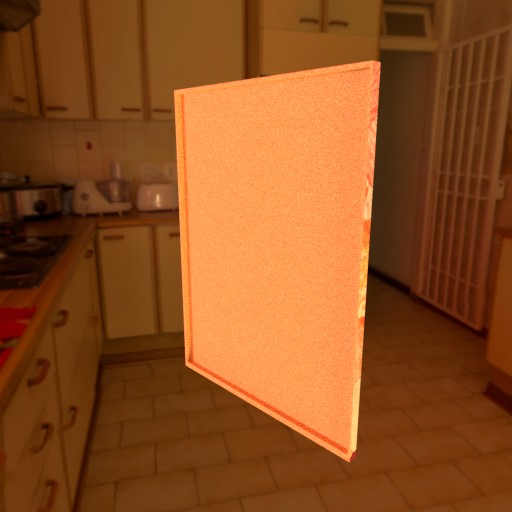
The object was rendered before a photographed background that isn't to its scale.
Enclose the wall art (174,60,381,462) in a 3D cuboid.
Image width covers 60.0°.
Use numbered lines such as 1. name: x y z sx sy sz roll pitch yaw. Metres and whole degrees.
1. wall art: 0.000 0.000 1.357 0.031 1.015 0.762 -13 19 -42
